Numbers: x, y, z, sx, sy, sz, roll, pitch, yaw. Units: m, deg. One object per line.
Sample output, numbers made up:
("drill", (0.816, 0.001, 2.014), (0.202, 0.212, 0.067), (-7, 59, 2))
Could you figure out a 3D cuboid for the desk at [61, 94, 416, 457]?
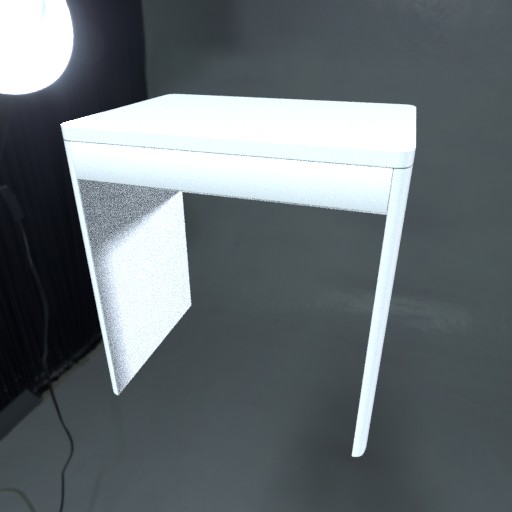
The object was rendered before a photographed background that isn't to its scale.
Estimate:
("desk", (0.000, 0.000, 1.292), (0.762, 0.800, 0.549), (8, 29, 16))
